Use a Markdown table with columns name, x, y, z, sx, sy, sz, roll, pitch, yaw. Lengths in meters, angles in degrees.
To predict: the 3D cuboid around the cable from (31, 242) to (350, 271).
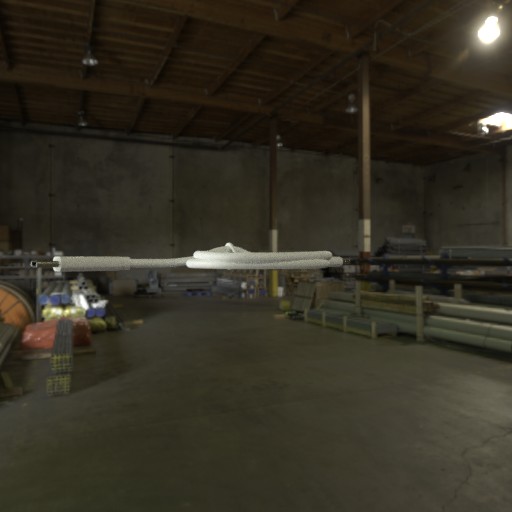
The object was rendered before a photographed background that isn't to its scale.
| name | x | y | z | sx | sy | sz | roll | pitch | yaw |
| --- | --- | --- | --- | --- | --- | --- | --- | --- | --- |
| cable | 0.000 | 0.000 | 0.215 | 0.186 | 0.014 | 0.070 | 0 | 0 | -37 |
